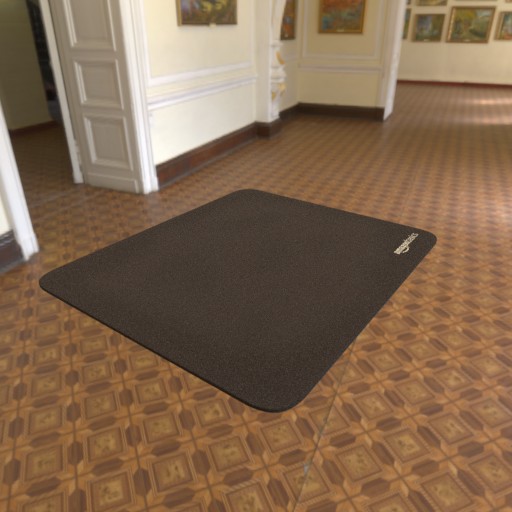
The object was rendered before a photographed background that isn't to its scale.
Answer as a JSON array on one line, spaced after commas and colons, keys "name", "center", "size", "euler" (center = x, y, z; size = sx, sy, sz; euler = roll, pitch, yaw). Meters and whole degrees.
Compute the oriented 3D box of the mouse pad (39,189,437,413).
[{"name": "mouse pad", "center": [0.000, 0.000, 0.342], "size": [0.211, 0.002, 0.249], "euler": [19, 33, 32]}]
